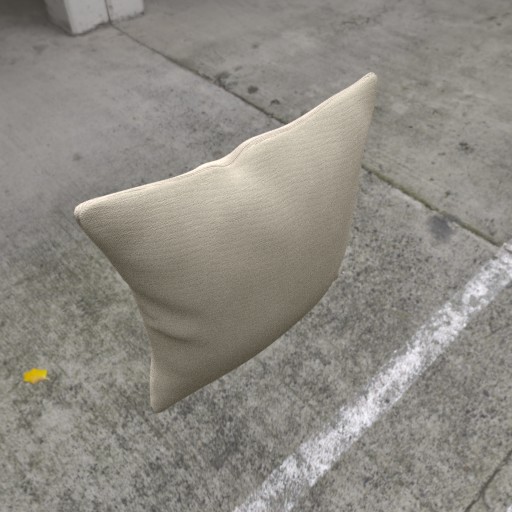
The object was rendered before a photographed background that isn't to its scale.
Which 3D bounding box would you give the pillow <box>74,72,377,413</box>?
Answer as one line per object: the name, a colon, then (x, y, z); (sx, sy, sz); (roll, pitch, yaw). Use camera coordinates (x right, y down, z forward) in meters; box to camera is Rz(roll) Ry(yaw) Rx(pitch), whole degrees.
pillow: (0.000, 0.000, 0.647); (0.437, 0.420, 0.162); (-33, 54, -27)
